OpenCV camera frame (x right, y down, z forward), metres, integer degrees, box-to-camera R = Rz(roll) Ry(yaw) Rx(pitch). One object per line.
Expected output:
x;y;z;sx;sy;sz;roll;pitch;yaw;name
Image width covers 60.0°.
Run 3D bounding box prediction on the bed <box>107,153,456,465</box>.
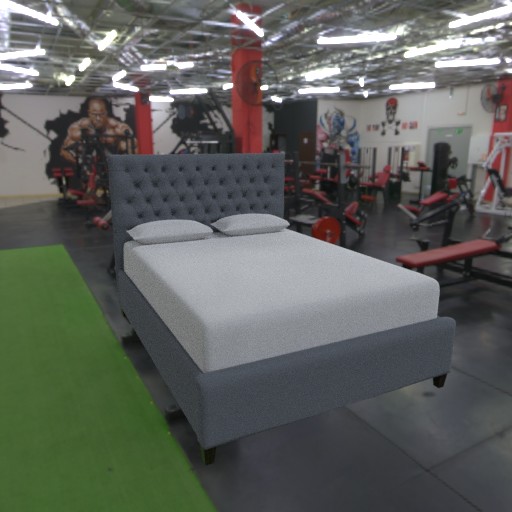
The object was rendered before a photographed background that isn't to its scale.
0.000;0.000;3.269;1.698;1.427;2.231;-7;16;-26;bed
